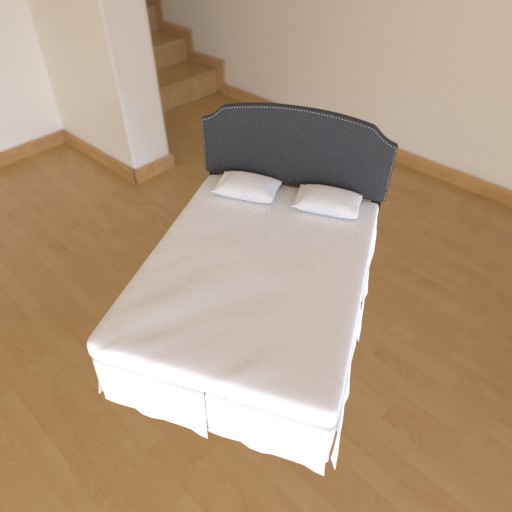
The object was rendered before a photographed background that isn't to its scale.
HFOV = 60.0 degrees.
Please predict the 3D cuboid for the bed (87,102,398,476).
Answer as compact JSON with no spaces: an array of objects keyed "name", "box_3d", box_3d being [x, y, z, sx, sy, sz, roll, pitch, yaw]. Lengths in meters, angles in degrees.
[{"name":"bed","box_3d":[0.000,0.000,2.964,1.558,1.270,1.999,12,44,13]}]
